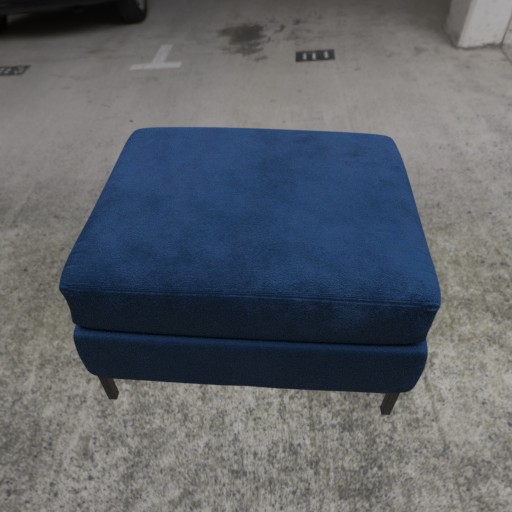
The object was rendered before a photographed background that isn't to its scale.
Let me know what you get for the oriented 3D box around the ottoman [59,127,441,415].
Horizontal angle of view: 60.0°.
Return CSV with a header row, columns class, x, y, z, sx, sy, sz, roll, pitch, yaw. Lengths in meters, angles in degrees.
class,x,y,z,sx,sy,sz,roll,pitch,yaw
ottoman,0.000,0.000,1.191,0.794,0.485,0.655,2,45,2
